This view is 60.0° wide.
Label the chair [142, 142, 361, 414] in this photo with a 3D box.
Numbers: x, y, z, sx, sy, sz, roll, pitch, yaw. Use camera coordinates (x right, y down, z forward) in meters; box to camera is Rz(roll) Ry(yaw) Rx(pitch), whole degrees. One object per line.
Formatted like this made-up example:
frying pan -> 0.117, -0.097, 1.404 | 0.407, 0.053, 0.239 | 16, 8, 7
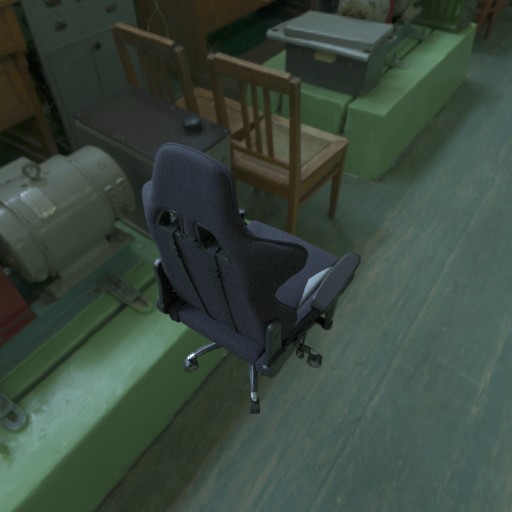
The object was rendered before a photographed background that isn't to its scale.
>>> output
chair -> 0.000, 0.000, 1.751 | 0.730, 1.300, 0.695 | 26, 53, 22
